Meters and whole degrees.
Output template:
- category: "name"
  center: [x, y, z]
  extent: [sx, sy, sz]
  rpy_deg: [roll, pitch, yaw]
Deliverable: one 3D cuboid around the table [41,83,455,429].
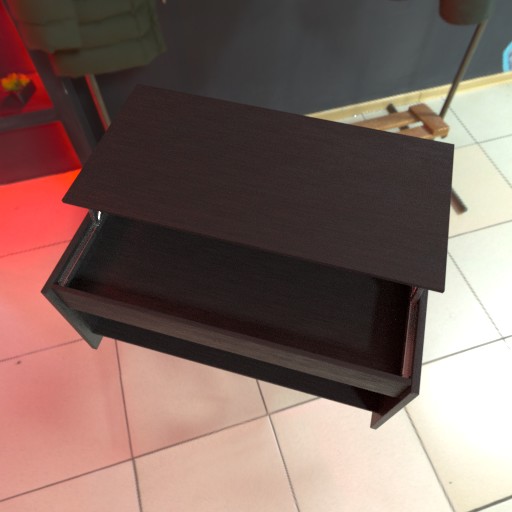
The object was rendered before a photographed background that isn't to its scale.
- category: "table"
  center: [0.000, 0.000, 1.423]
  extent: [1.000, 0.570, 0.712]
  rpy_deg: [14, 60, 8]
